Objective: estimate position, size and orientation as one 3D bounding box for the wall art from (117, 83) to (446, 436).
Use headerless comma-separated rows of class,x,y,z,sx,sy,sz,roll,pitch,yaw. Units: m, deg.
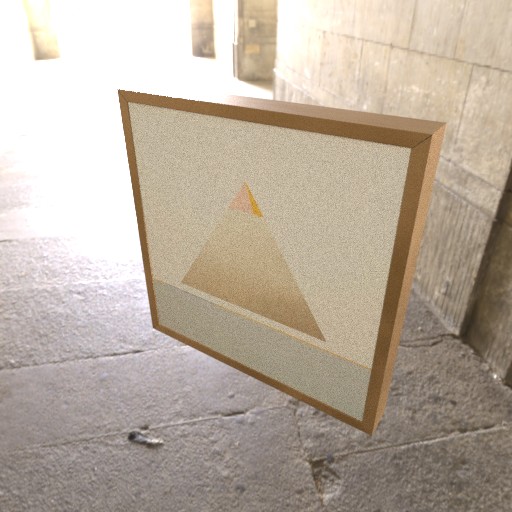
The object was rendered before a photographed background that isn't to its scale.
wall art,0.000,0.000,0.455,0.305,0.303,0.038,19,35,28
